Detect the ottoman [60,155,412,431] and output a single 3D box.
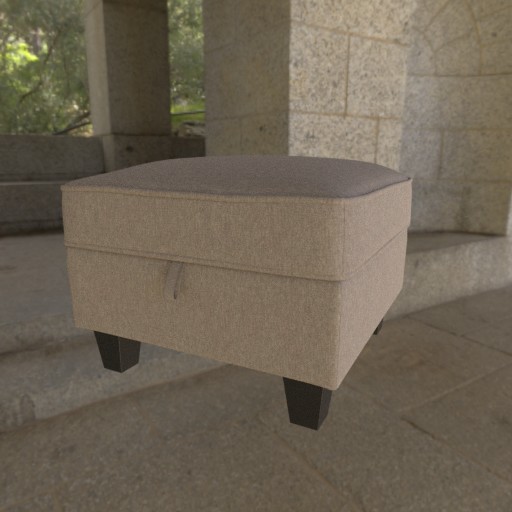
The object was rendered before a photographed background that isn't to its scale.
[{"bbox_3d":[0.000,0.000,1.380,0.808,0.612,0.871,7,15,26],"label":"ottoman"}]
